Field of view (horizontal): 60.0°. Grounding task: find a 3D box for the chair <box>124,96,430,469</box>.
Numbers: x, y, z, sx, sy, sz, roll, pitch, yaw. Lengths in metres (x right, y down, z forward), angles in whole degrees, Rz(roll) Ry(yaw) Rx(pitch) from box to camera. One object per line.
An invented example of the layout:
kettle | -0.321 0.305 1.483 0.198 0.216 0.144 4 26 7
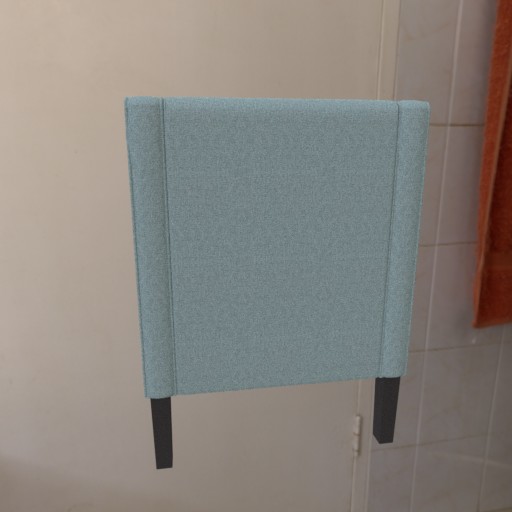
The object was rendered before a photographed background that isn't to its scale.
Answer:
chair | 0.000 0.000 1.808 0.857 1.133 1.025 -2 15 -9
